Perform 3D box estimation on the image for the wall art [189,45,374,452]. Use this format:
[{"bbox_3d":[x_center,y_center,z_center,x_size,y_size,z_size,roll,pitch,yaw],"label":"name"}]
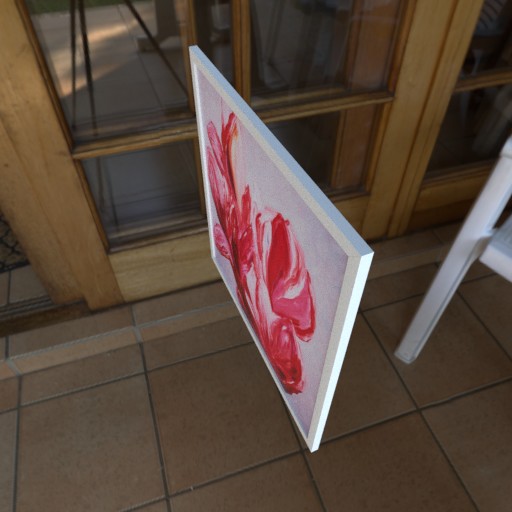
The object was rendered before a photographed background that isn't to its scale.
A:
[{"bbox_3d":[0.000,0.000,1.190,0.022,0.803,0.805,-18,50,-16],"label":"wall art"}]
